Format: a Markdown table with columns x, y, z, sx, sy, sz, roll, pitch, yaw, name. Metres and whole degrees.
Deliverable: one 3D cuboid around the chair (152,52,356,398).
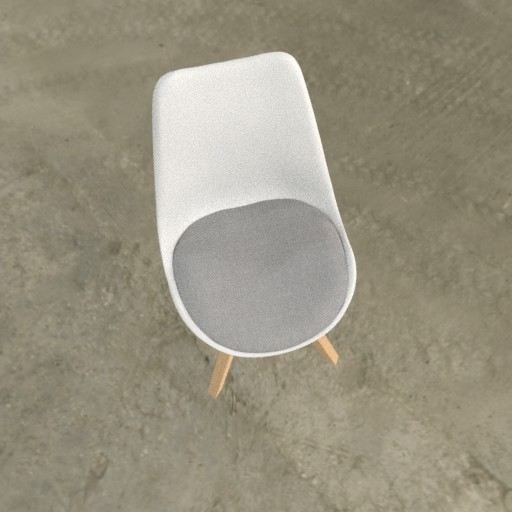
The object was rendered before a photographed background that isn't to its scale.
| x | y | z | sx | sy | sz | roll | pitch | yaw | name |
| --- | --- | --- | --- | --- | --- | --- | --- | --- | --- |
| 0.000 | 0.000 | 1.202 | 0.485 | 0.850 | 0.550 | -14 | 64 | -7 | chair |
